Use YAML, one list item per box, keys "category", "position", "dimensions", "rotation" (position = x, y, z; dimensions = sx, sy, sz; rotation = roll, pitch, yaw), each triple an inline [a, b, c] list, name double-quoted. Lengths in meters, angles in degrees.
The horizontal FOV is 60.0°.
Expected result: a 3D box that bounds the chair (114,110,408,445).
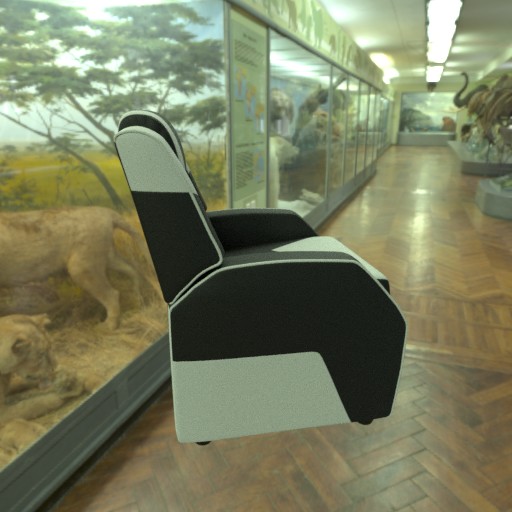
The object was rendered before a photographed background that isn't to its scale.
- category: "chair"
  position: [0.000, 0.000, 1.290]
  dimensions: [0.672, 0.805, 0.620]
  rotation: [-3, 18, -10]
